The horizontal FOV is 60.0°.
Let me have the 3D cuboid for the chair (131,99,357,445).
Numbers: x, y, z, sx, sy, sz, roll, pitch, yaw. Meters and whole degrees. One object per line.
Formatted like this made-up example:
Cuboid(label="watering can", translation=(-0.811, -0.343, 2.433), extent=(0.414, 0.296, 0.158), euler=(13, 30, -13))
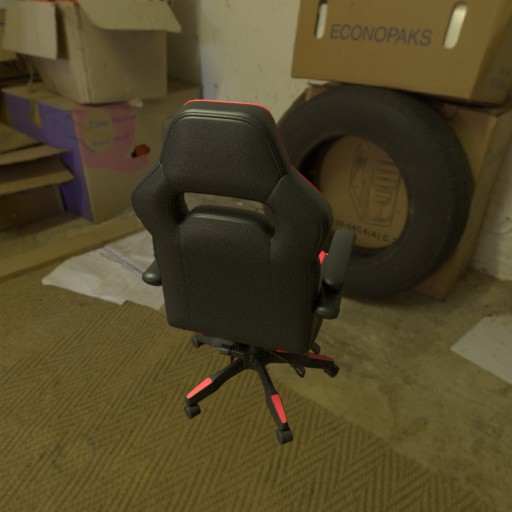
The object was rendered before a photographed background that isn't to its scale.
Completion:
Cuboid(label="chair", translation=(0.000, 0.000, 1.642), extent=(0.700, 1.220, 0.700), euler=(9, 33, 15))
